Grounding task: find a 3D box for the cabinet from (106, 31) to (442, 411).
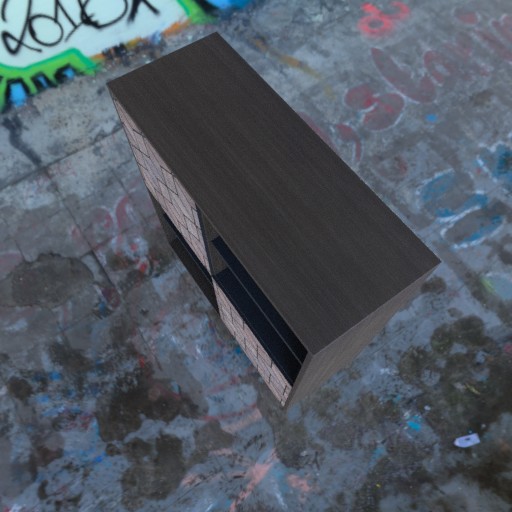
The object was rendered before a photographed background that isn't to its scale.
[{"bbox_3d":[0.000,0.000,1.737,0.400,1.170,1.010,-32,68,-15],"label":"cabinet"}]
